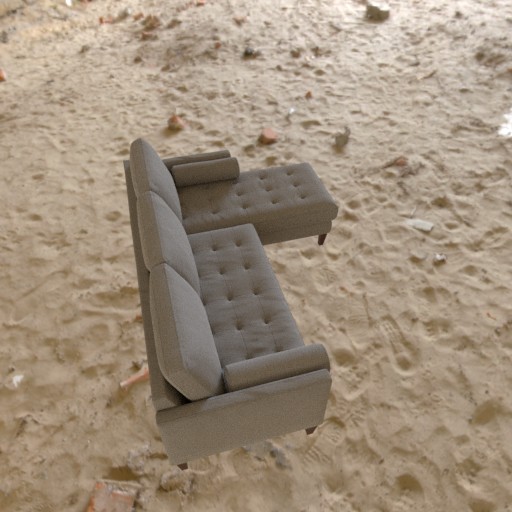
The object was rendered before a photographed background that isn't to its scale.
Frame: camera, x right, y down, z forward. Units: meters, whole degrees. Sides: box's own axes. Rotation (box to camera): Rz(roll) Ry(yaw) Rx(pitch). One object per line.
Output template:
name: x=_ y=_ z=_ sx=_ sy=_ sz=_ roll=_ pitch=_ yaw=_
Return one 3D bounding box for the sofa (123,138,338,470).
sofa: x=0.000 y=0.000 z=2.931 sx=1.506 sy=0.875 sz=2.178 roll=-11 pitch=45 yaw=-11
